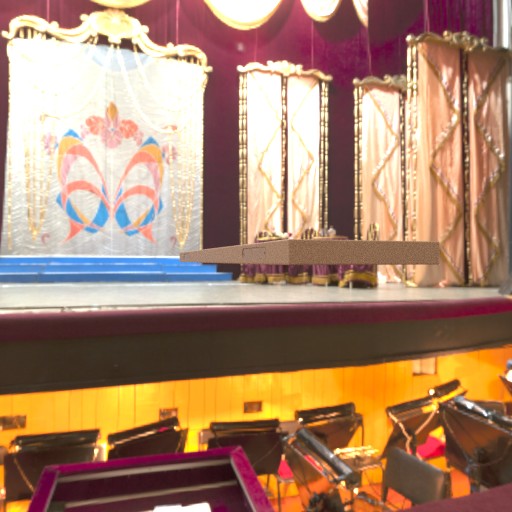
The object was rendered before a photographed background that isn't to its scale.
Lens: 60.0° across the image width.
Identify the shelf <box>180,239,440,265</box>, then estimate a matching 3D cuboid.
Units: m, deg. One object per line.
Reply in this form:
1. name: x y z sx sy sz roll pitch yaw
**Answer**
1. shelf: 0.000 0.000 0.652 0.140 0.020 0.610 0 -1 -18
